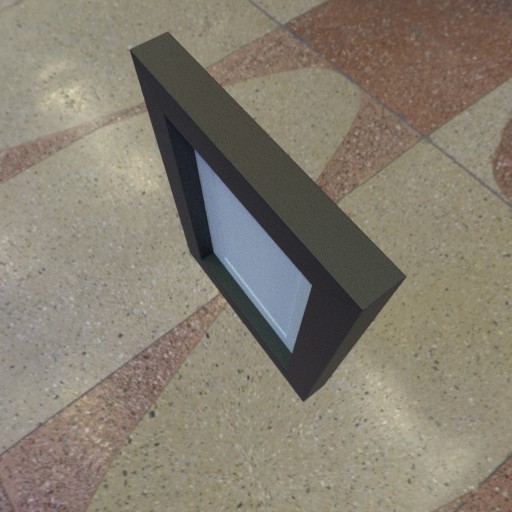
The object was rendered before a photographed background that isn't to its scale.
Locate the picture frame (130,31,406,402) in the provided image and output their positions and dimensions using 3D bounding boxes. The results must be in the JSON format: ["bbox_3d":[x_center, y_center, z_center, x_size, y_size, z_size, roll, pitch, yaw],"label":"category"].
[{"bbox_3d":[0.000,0.000,0.273,0.028,0.208,0.157,-34,68,-15],"label":"picture frame"}]
